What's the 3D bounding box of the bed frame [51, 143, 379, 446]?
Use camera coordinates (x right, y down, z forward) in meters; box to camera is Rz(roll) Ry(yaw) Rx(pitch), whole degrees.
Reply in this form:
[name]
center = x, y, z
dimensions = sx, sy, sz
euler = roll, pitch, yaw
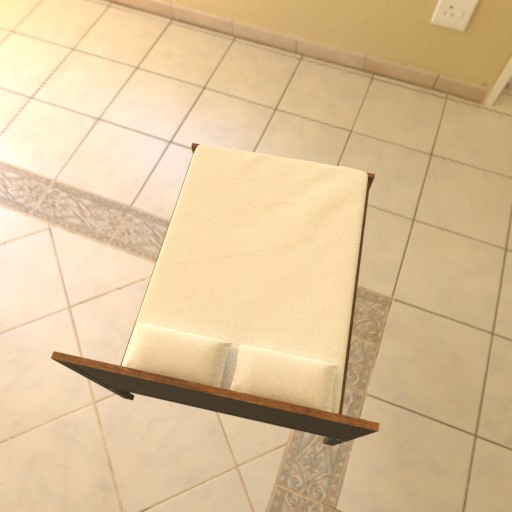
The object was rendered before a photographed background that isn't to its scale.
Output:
[bed frame]
center = 0.000, 0.000, 3.342
dimensions = 1.696, 1.417, 2.276
euler = 11, 65, 5
